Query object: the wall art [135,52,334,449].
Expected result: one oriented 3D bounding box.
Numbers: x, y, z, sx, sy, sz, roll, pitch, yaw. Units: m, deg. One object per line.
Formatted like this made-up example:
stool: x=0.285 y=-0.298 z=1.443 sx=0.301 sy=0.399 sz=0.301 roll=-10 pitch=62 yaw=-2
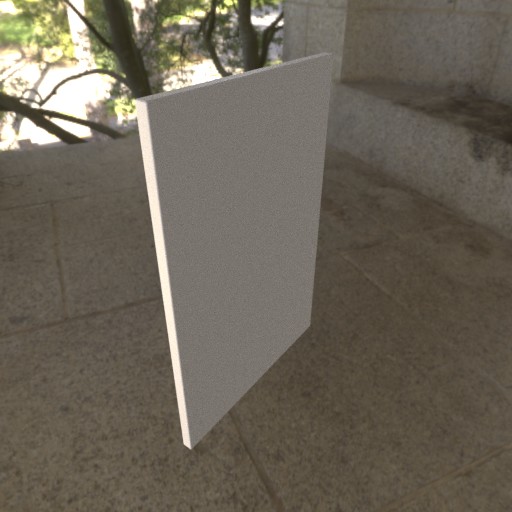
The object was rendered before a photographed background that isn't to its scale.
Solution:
wall art: x=0.000 y=0.000 z=1.041 sx=0.026 sy=0.813 sz=0.556 roll=22 pitch=39 yaw=30
